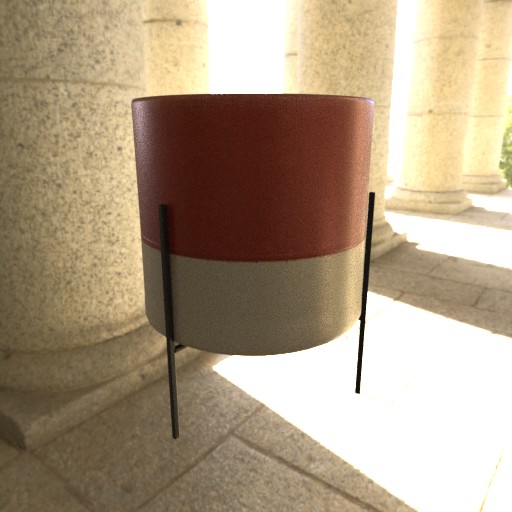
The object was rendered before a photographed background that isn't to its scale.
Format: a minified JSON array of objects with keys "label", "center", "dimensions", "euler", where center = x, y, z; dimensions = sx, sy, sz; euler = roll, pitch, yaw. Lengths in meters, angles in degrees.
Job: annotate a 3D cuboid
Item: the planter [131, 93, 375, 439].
[{"label":"planter","center":[0.000,0.000,0.705],"dimensions":[0.354,0.465,0.345],"euler":[2,16,8]}]
